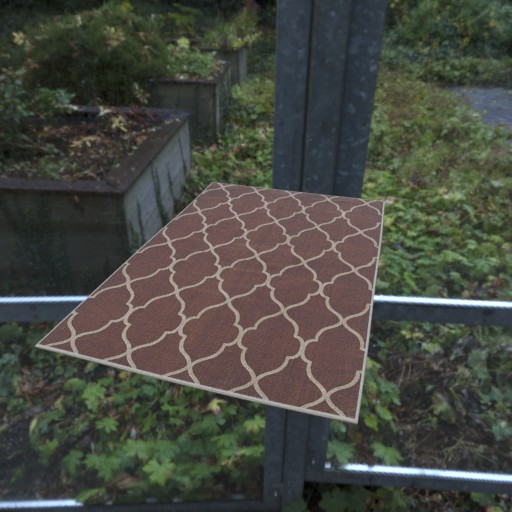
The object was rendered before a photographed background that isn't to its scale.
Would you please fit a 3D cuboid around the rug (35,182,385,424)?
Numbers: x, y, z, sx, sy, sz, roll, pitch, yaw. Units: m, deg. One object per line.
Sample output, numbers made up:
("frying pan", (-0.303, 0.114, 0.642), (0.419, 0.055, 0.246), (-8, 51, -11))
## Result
("rug", (0.000, 0.000, 2.861), (1.528, 0.014, 2.294), (9, 31, 14))
